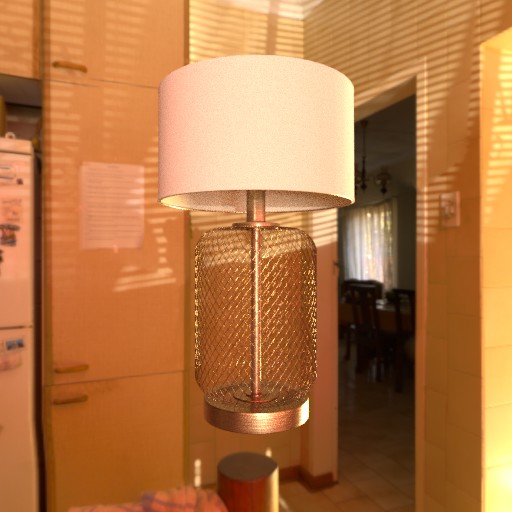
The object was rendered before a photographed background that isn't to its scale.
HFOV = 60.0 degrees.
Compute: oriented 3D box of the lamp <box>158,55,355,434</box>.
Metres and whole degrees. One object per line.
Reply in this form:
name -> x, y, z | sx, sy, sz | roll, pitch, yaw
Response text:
lamp -> 0.000, 0.000, 0.813 | 0.353, 0.578, 0.353 | 0, 0, 0
